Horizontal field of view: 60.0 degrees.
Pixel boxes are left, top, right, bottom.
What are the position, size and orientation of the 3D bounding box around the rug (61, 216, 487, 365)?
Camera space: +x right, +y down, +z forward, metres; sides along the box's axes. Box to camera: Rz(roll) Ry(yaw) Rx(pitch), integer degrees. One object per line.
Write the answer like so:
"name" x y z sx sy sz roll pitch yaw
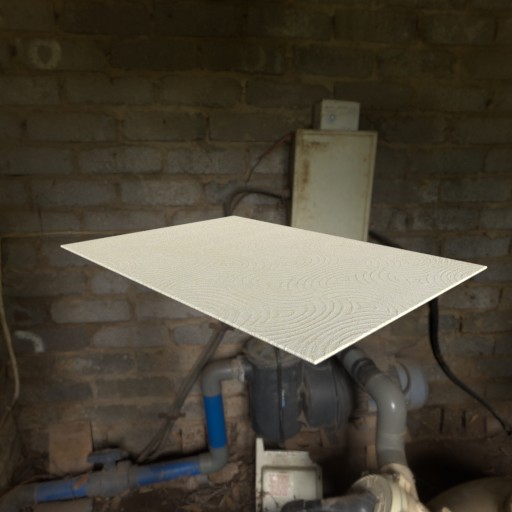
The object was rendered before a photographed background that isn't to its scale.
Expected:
"rug" 0.000 0.000 2.697 1.526 0.015 2.132 -15 22 -42
